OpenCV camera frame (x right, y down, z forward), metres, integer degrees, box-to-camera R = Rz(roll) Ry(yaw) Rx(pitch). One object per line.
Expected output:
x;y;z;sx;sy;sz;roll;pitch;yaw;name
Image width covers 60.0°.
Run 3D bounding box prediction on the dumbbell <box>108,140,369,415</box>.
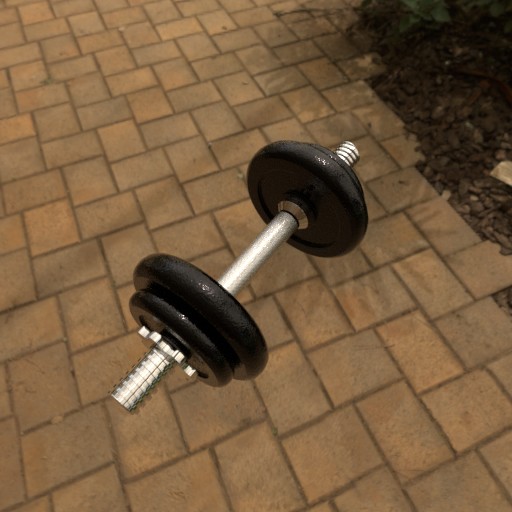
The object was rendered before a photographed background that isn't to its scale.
0.000;0.000;0.600;0.202;0.202;0.497;32;62;19;dumbbell
